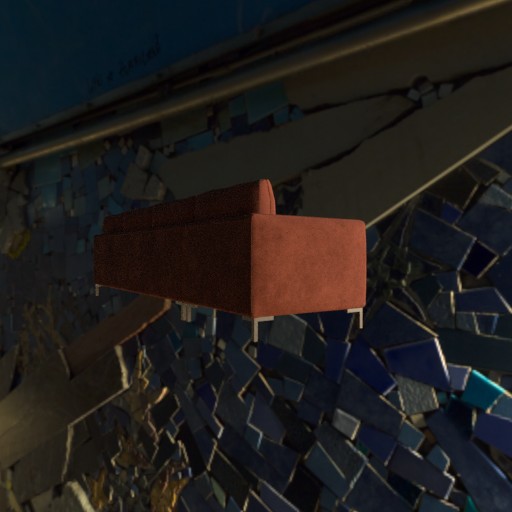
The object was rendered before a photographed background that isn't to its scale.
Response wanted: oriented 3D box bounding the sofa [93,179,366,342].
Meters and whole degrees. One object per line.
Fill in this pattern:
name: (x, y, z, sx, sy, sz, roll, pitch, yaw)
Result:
sofa: (0.000, 0.000, 3.576, 1.879, 0.757, 2.736, 0, 0, -34)
